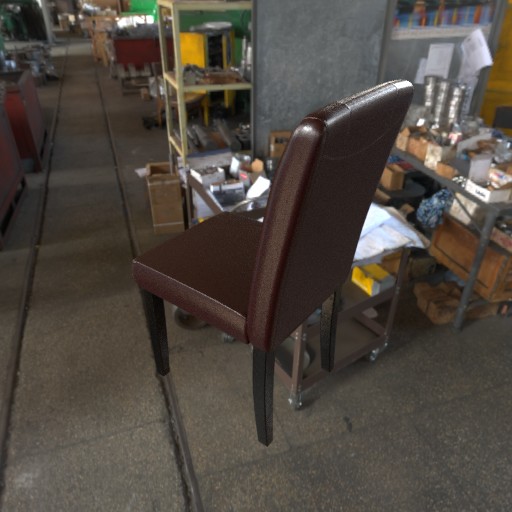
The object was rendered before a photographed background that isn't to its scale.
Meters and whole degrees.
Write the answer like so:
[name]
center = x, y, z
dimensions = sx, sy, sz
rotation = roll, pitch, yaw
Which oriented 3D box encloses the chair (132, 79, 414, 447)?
[chair]
center = 0.000, 0.000, 1.170
dimensions = 0.556, 0.897, 0.399
rotation = 22, 38, 31
